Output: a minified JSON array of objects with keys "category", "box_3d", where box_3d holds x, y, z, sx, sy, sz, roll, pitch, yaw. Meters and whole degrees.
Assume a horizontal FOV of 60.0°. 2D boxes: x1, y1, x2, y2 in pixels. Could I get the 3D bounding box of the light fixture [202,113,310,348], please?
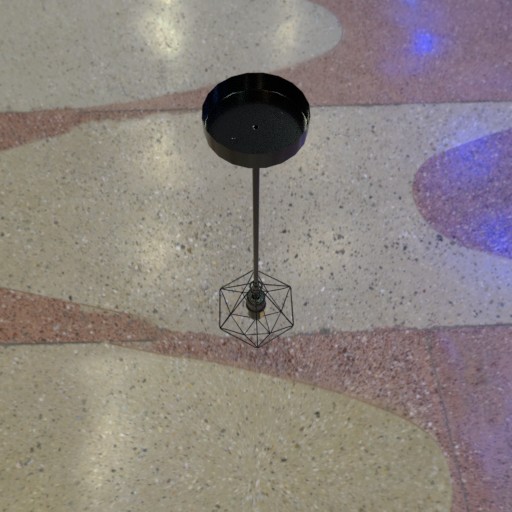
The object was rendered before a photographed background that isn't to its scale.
[{"category":"light fixture","box_3d":[0.000,0.000,1.986,0.431,1.764,0.487,-2,64,-1]}]
